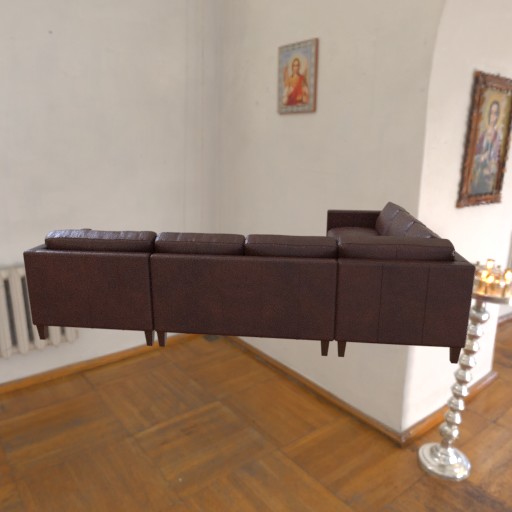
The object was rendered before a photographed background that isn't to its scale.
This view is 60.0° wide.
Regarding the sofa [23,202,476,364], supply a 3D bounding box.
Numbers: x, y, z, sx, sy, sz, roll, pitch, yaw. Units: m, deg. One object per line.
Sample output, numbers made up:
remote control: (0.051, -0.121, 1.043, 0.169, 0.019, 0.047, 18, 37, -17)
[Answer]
sofa: (0.000, 0.000, 4.447, 3.324, 0.891, 2.452, 2, 15, 7)
